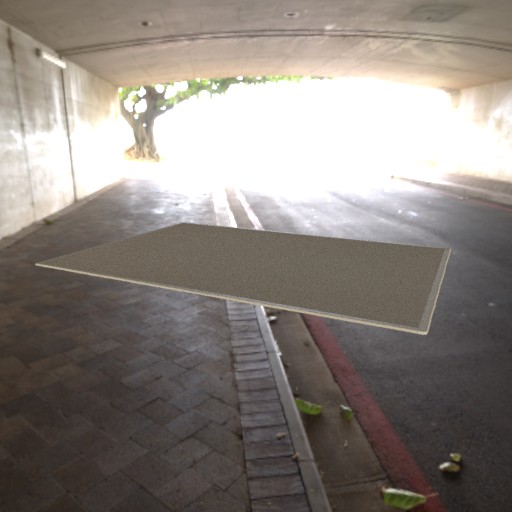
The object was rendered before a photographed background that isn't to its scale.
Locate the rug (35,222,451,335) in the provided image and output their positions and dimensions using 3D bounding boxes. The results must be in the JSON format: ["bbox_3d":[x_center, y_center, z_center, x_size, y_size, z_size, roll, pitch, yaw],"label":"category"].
[{"bbox_3d":[0.000,0.000,2.870,2.244,0.017,1.532,7,17,25],"label":"rug"}]
